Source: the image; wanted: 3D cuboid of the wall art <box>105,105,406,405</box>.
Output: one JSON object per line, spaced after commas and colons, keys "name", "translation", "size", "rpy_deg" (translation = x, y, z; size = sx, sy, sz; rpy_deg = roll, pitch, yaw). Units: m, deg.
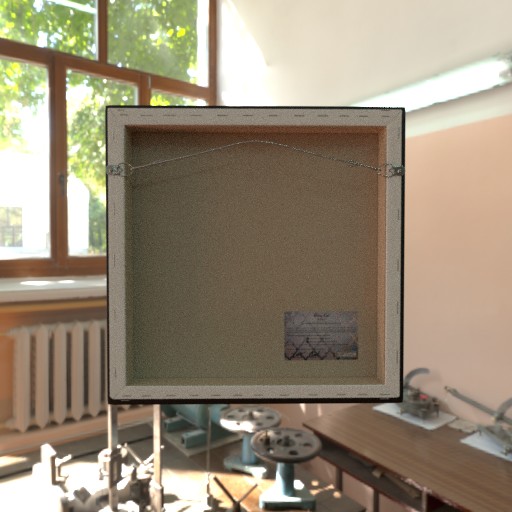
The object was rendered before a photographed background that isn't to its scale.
{"name": "wall art", "translation": [0.000, 0.000, 0.617], "size": [0.406, 0.407, 0.041], "rpy_deg": [0, 1, -1]}
